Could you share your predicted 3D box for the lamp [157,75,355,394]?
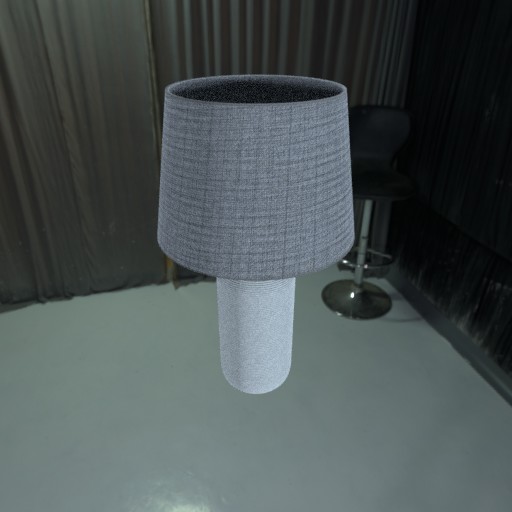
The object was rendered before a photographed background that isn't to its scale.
[{"bbox_3d":[0.000,0.000,0.595,0.251,0.429,0.251,0,29,0],"label":"lamp"}]
